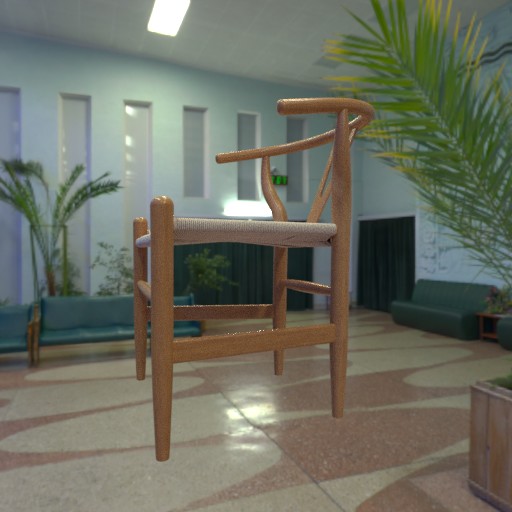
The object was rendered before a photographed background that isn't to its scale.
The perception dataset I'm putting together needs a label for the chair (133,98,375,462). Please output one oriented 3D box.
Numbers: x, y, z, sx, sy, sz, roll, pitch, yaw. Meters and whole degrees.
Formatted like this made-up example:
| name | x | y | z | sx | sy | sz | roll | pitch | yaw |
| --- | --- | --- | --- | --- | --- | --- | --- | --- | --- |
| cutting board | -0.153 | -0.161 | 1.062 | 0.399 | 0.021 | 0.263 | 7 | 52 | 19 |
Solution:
| name | x | y | z | sx | sy | sz | roll | pitch | yaw |
| --- | --- | --- | --- | --- | --- | --- | --- | --- | --- |
| chair | 0.000 | 0.000 | 1.137 | 0.579 | 0.730 | 0.569 | 0 | 1 | -19 |
